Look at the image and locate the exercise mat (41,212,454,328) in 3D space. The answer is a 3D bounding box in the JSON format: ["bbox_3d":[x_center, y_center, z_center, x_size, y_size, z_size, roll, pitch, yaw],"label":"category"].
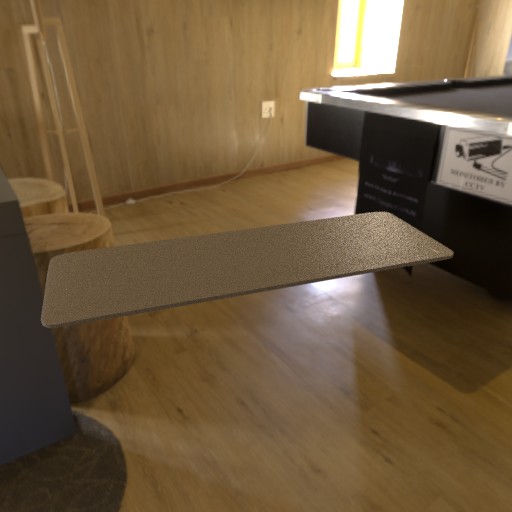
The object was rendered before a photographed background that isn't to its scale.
[{"bbox_3d":[0.000,0.000,2.145,1.884,0.021,0.616,-9,28,-17],"label":"exercise mat"}]
